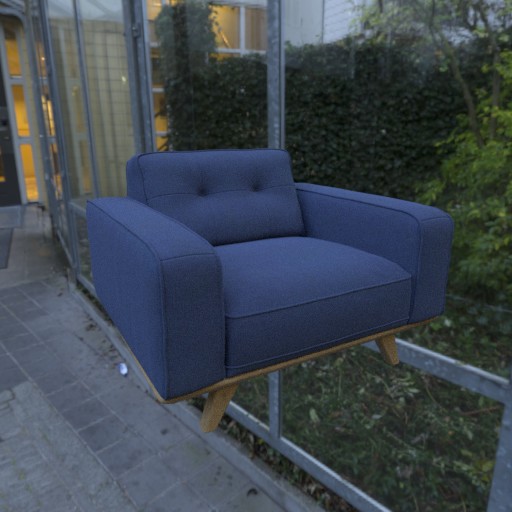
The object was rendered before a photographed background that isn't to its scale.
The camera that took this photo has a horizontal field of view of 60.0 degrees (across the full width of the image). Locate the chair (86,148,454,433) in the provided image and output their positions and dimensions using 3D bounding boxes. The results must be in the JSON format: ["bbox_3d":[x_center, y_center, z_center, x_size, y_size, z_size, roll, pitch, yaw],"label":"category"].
[{"bbox_3d":[0.000,0.000,1.733,1.118,0.783,0.953,-9,19,-29],"label":"chair"}]
